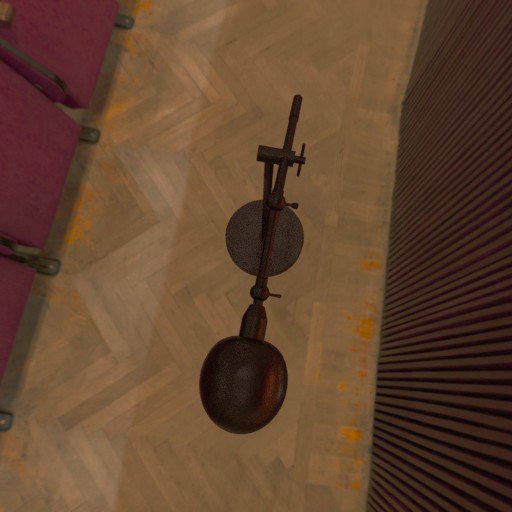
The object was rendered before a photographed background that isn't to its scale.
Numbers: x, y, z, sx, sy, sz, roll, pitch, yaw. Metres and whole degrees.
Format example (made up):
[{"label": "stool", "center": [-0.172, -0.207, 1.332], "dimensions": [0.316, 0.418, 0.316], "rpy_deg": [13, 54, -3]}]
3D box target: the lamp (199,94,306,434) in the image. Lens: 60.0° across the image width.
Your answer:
[{"label": "lamp", "center": [0.000, 0.000, 0.804], "dimensions": [0.185, 0.495, 0.567], "rpy_deg": [10, 75, 3]}]
